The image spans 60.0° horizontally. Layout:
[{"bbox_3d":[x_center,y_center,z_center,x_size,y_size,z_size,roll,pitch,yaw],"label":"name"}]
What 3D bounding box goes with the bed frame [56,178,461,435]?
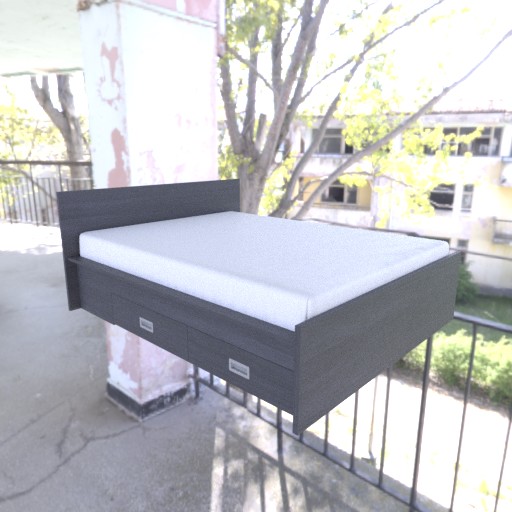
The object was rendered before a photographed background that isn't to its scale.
[{"bbox_3d":[0.000,0.000,2.833,1.960,0.800,1.622,13,19,42],"label":"bed frame"}]
